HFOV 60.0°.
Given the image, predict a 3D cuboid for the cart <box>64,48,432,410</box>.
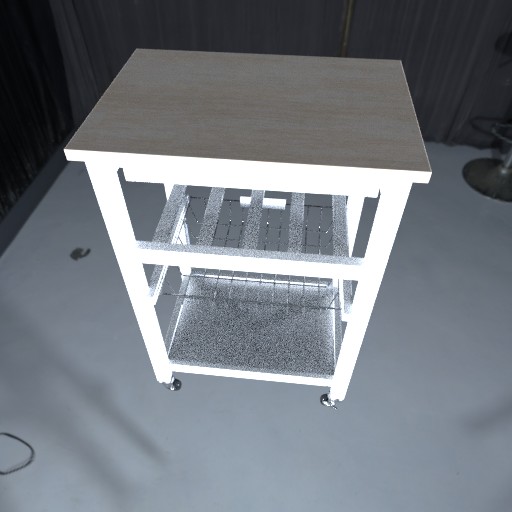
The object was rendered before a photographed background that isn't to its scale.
[{"bbox_3d":[0.000,0.000,1.140,0.578,0.857,0.406,4,47,4],"label":"cart"}]
